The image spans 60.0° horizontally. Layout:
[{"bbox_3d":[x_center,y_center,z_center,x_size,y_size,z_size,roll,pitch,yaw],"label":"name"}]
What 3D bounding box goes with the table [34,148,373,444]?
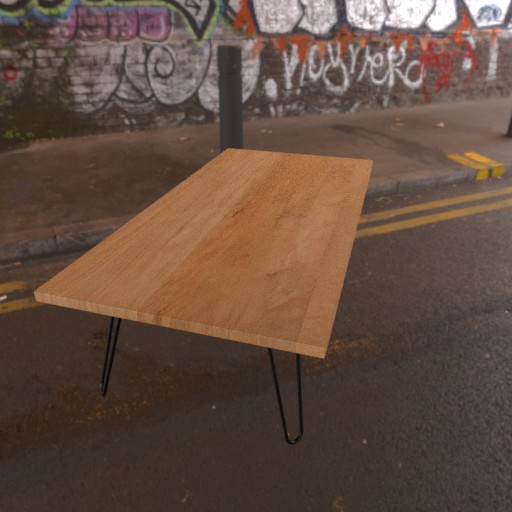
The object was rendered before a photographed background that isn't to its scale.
[{"bbox_3d":[0.000,0.000,1.628,0.699,0.400,1.348,8,30,15],"label":"table"}]
